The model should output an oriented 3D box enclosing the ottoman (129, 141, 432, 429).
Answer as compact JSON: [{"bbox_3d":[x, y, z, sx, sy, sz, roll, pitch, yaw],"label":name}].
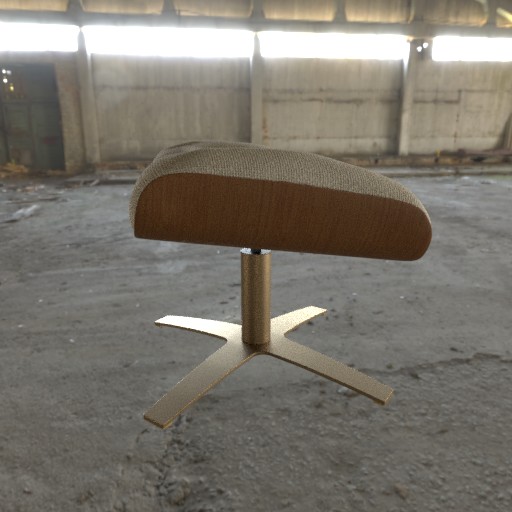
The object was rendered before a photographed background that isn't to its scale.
[{"bbox_3d":[0.000,0.000,0.793,0.394,0.391,0.520,-3,16,-9],"label":"ottoman"}]
